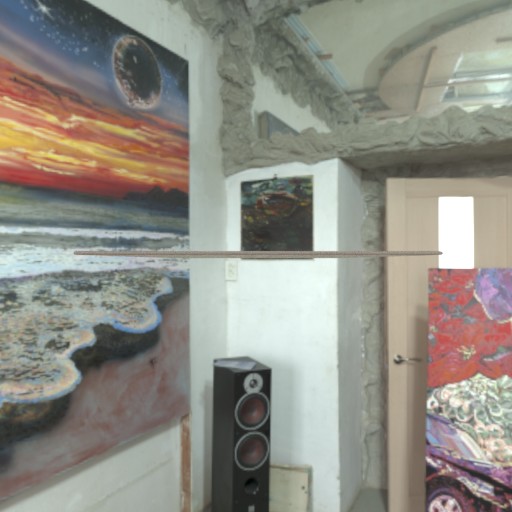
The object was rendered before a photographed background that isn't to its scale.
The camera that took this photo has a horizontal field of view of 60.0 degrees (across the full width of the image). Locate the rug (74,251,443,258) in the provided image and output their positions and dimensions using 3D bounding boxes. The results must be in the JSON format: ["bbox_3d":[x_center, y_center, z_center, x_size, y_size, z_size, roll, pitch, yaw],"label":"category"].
[{"bbox_3d":[0.000,0.000,2.107,1.066,0.011,1.677,0,-1,-1],"label":"rug"}]
